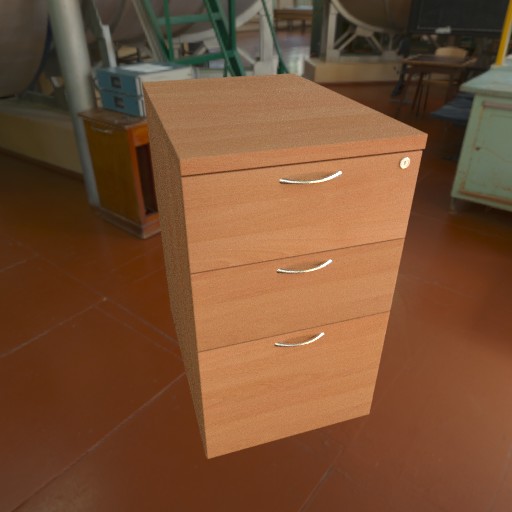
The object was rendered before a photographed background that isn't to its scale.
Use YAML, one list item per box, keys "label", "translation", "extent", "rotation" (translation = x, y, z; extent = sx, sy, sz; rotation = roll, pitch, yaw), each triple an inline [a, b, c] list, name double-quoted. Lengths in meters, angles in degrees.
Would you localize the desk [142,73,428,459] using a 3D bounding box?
- label: "desk"
  translation: [0.000, 0.000, 1.093]
  extent: [0.404, 0.730, 0.600]
  rotation: [-9, 33, -15]
